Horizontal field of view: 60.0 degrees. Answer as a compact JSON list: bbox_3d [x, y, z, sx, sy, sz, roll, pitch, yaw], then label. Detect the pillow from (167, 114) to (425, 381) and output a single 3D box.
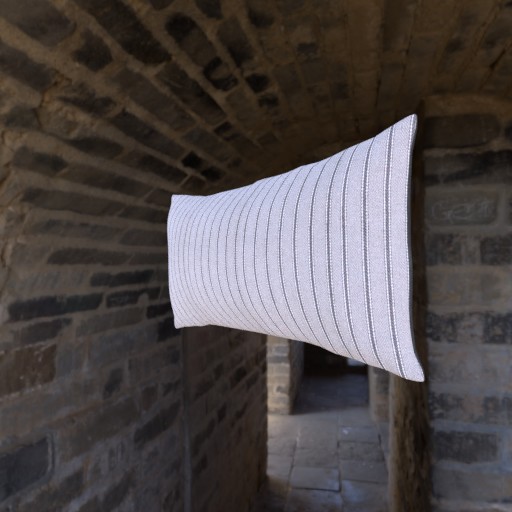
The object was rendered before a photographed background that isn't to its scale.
[{"bbox_3d":[0.000,0.000,0.735,0.151,0.305,0.609,1,-2,-37],"label":"pillow"}]
